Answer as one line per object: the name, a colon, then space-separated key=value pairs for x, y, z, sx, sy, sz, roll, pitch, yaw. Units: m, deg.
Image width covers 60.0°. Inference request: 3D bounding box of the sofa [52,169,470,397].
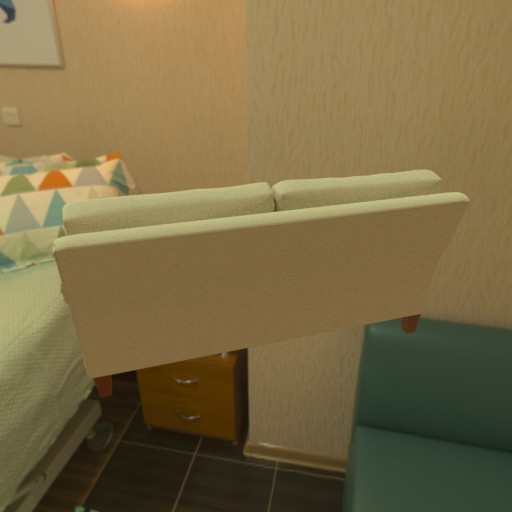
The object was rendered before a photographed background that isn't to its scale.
sofa: x=0.000 y=0.000 z=2.744 sx=2.159 sy=1.087 sz=1.086 roll=-8 pitch=27 yaw=-16
